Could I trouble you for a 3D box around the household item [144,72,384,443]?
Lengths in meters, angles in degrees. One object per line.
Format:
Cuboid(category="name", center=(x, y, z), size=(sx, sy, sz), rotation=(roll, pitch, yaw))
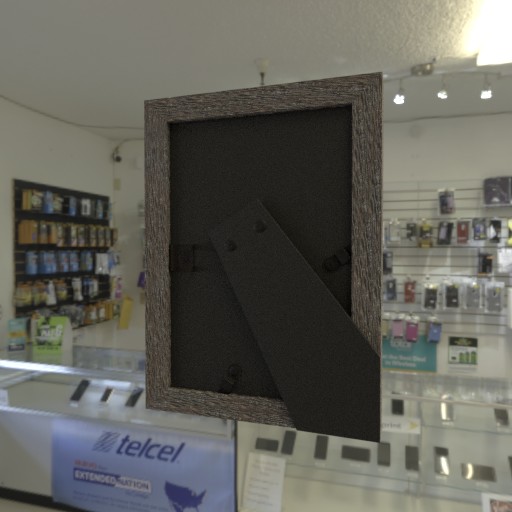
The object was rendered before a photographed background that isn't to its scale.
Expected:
Cuboid(category="household item", center=(0.000, 0.000, 0.243), size=(0.133, 0.180, 0.020), rotation=(0, 1, 18))
